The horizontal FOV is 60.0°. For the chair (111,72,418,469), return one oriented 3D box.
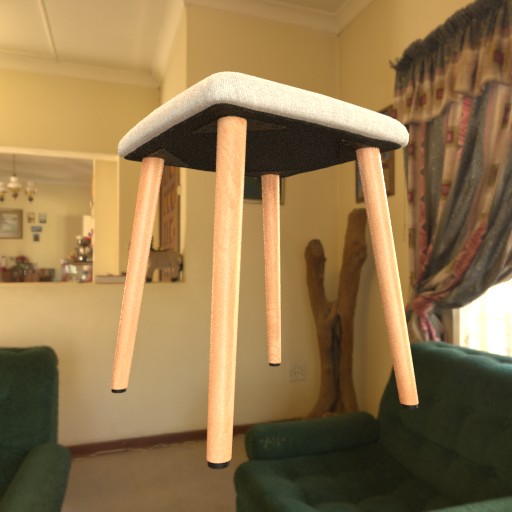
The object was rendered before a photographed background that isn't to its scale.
[{"bbox_3d":[0.000,0.000,0.684,0.350,0.440,0.350,1,-1,-35],"label":"chair"}]
